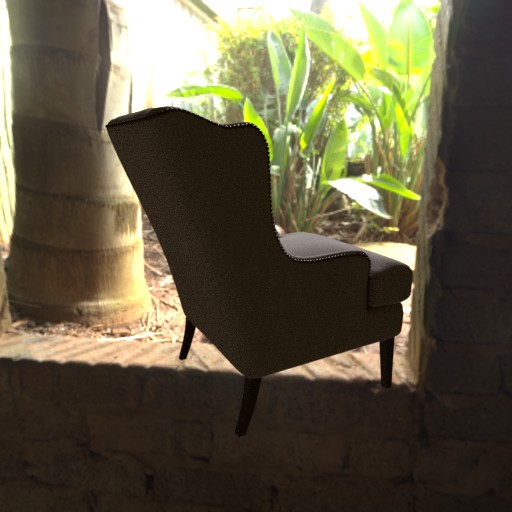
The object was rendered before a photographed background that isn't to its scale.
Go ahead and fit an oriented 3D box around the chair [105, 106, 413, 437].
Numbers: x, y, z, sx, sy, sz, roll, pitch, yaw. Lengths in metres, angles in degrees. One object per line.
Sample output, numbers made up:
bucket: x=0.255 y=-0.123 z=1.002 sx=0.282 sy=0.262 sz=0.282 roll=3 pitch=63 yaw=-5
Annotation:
chair: x=0.000 y=0.000 z=1.691 sx=0.940 sy=1.029 sz=0.737 roll=-7 pitch=16 yaw=-27
